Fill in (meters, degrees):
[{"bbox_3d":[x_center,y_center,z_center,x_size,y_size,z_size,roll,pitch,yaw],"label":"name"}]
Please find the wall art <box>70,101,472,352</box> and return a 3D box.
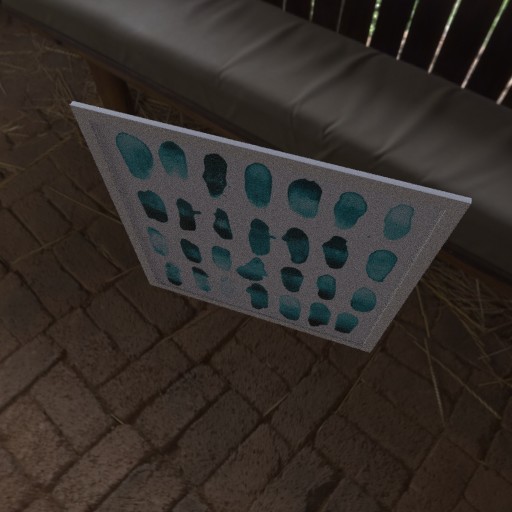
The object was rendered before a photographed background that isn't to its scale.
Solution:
[{"bbox_3d":[0.000,0.000,0.830,0.558,0.559,0.009,16,60,9],"label":"wall art"}]
